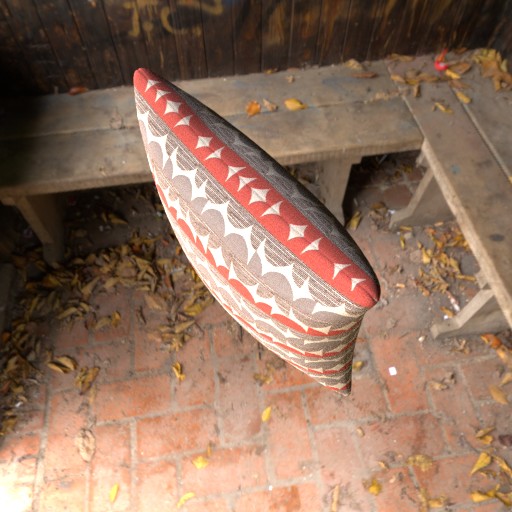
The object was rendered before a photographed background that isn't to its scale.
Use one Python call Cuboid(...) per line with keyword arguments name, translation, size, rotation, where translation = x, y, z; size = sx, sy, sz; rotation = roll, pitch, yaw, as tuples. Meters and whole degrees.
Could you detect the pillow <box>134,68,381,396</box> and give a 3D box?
Cuboid(name="pillow", translation=(0.000, 0.000, 0.644), size=(0.180, 0.410, 0.420), rotation=(-33, 63, -19))
